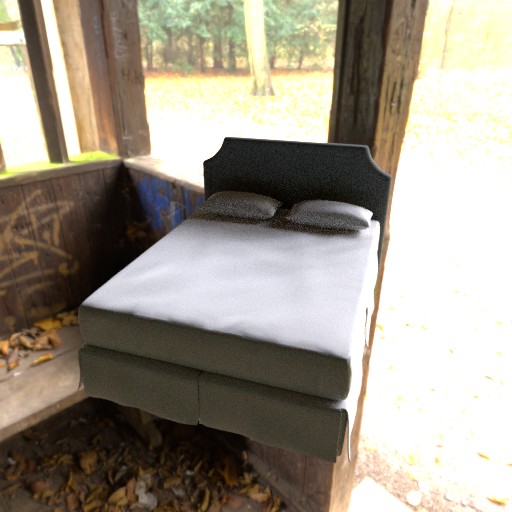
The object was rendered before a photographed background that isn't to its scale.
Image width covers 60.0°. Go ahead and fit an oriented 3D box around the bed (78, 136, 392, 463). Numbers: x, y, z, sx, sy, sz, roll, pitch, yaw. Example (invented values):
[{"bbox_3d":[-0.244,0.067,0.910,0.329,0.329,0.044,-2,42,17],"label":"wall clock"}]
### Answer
[{"bbox_3d":[0.000,0.000,3.364,1.811,1.296,2.259,8,27,16],"label":"bed"}]
